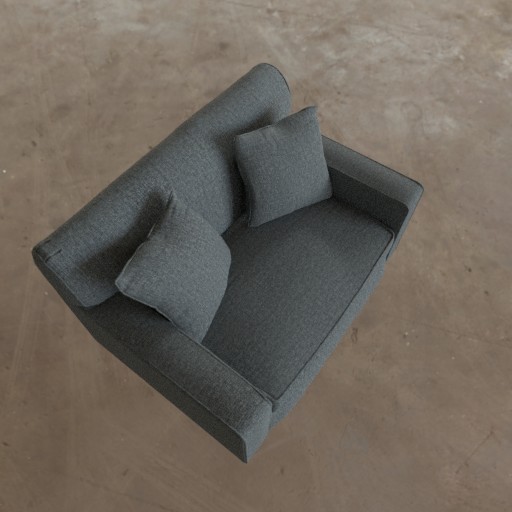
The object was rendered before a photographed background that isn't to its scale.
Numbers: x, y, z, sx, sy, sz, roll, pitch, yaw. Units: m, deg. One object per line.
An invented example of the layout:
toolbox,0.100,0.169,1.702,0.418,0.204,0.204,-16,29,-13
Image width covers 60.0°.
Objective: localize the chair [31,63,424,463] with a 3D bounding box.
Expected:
chair,0.000,0.000,2.025,1.000,0.948,1.383,32,63,19
